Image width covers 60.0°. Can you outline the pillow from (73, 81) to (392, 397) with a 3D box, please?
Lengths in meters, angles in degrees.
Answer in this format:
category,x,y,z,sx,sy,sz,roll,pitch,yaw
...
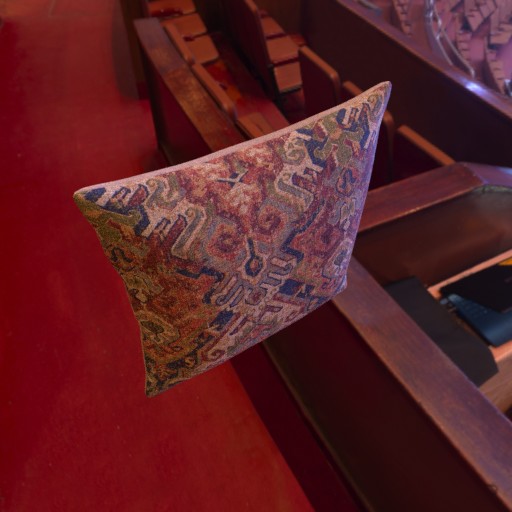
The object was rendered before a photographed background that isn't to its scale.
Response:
category,x,y,z,sx,sy,sz,roll,pitch,yaw
pillow,0.000,0.000,0.794,0.523,0.506,0.166,-26,52,-22
